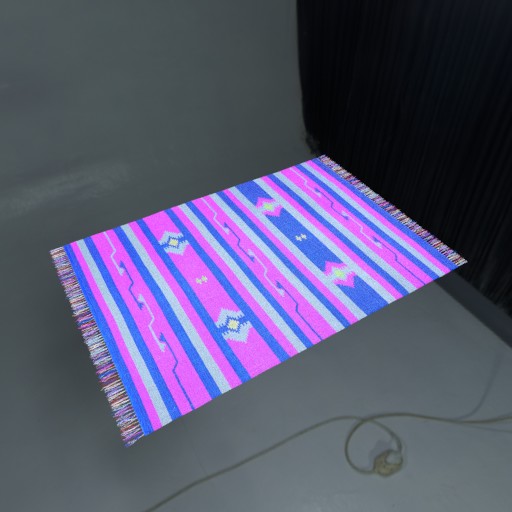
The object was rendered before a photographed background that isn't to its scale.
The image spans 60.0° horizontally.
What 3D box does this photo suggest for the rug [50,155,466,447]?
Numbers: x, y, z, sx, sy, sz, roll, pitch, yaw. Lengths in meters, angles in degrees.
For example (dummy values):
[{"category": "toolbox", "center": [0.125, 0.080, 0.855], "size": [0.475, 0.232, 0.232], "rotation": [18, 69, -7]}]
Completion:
[{"category": "rug", "center": [0.000, 0.000, 2.939], "size": [2.350, 0.013, 1.539], "rotation": [-23, 49, -22]}]
